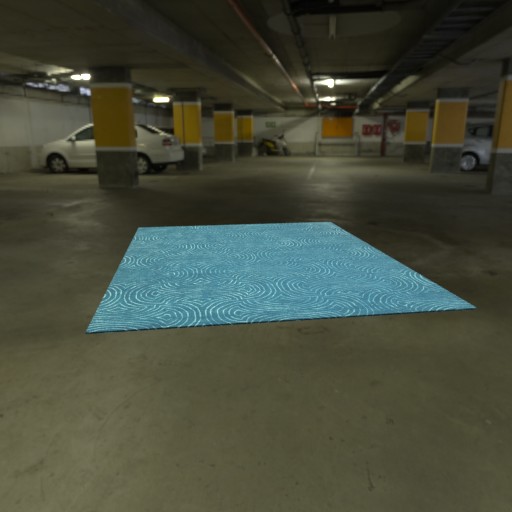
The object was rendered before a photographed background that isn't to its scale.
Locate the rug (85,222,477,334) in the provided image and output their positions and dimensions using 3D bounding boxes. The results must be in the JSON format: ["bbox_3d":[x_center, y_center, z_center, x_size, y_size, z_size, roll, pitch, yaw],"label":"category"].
[{"bbox_3d":[0.000,0.000,4.135,2.432,0.012,3.033,-2,15,-9],"label":"rug"}]
